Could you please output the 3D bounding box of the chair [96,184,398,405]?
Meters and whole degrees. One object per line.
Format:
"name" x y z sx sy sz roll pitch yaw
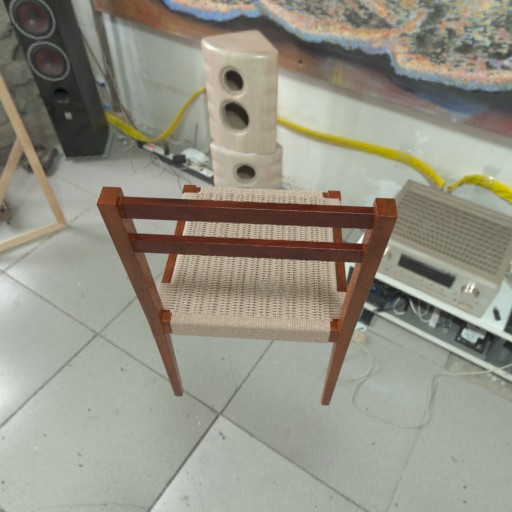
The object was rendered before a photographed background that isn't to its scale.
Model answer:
"chair" 0.000 0.000 1.217 0.495 0.851 0.569 3 48 2
